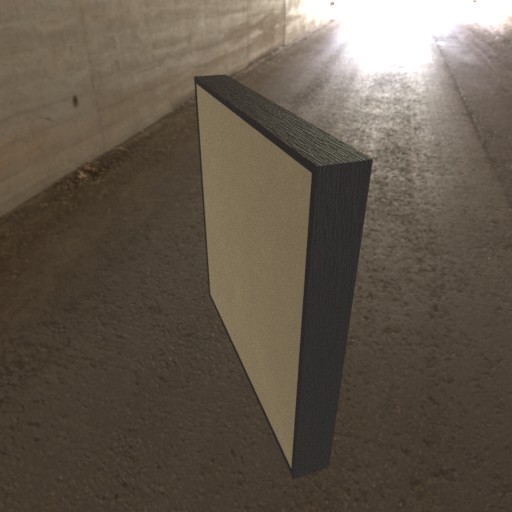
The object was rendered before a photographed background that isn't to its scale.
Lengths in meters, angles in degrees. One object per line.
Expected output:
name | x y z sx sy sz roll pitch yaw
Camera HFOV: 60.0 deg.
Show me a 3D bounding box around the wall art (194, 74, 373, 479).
wall art | 0.000 0.000 0.454 0.036 0.300 0.302 -11 33 -17
